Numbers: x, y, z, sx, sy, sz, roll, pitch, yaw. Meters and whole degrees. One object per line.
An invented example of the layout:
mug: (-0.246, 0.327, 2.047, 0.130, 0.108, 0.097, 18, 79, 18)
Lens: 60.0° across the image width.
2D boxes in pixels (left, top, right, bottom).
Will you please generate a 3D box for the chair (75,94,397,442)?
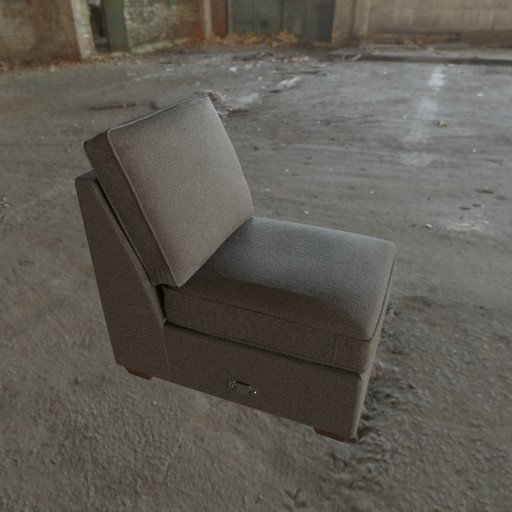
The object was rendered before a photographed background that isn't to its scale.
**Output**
chair: (0.000, 0.000, 1.574, 0.938, 0.970, 0.621, 11, 32, 19)
